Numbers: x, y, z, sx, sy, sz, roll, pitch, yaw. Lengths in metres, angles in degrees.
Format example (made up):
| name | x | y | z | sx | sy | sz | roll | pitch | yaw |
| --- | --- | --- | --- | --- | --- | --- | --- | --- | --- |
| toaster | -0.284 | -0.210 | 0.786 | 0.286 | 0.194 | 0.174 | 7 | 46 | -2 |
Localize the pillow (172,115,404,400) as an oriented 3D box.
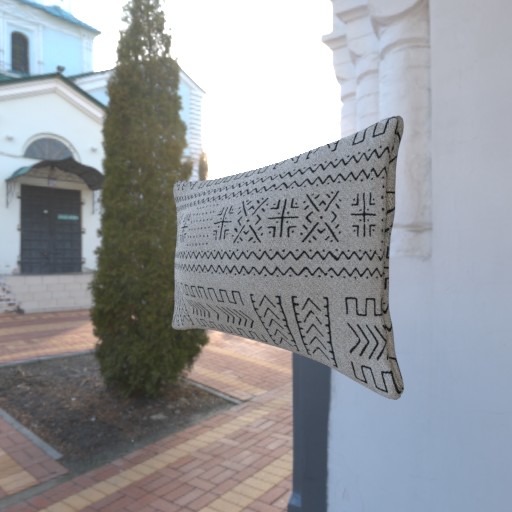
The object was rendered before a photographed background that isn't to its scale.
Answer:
| name | x | y | z | sx | sy | sz | roll | pitch | yaw |
| --- | --- | --- | --- | --- | --- | --- | --- | --- | --- |
| pillow | 0.000 | 0.000 | 0.802 | 0.188 | 0.352 | 0.637 | 0 | 0 | -36 |
